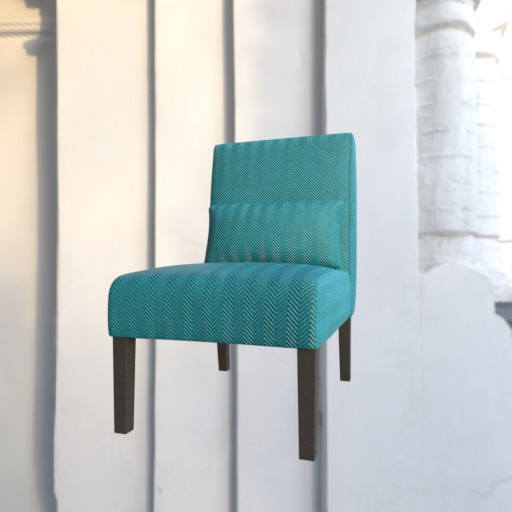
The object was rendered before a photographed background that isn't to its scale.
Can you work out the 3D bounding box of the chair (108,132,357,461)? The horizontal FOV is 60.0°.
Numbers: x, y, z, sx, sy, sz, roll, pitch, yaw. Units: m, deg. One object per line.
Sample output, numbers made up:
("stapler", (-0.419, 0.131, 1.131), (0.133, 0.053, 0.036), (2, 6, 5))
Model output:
("chair", (0.000, 0.000, 1.436), (0.579, 0.927, 0.808), (0, -1, 18))
